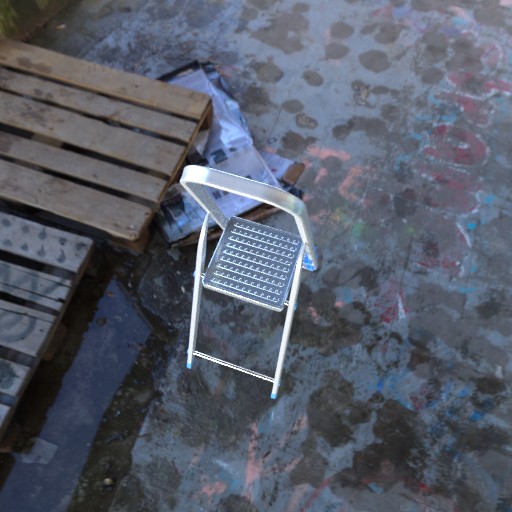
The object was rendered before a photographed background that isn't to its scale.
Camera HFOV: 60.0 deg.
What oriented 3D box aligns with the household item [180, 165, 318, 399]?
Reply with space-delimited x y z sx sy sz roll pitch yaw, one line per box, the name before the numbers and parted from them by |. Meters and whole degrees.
household item | 0.000 0.000 1.540 0.420 1.215 0.687 17 65 8
